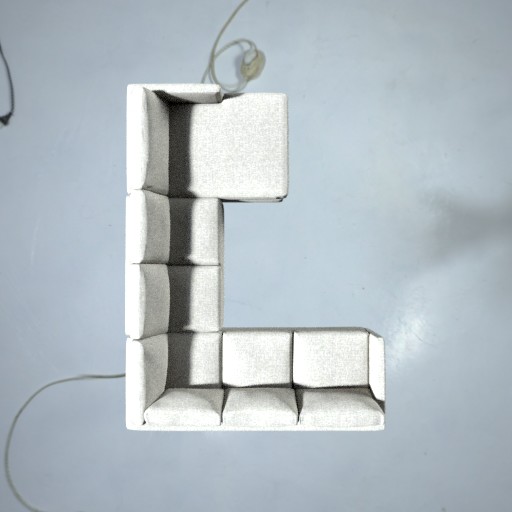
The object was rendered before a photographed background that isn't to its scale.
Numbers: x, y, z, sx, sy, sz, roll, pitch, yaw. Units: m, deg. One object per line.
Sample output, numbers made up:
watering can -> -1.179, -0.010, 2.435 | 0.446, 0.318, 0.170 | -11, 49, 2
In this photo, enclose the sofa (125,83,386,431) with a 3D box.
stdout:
sofa -> 0.000, 0.000, 4.625 | 2.593, 0.959, 3.460 | 0, 89, 0
